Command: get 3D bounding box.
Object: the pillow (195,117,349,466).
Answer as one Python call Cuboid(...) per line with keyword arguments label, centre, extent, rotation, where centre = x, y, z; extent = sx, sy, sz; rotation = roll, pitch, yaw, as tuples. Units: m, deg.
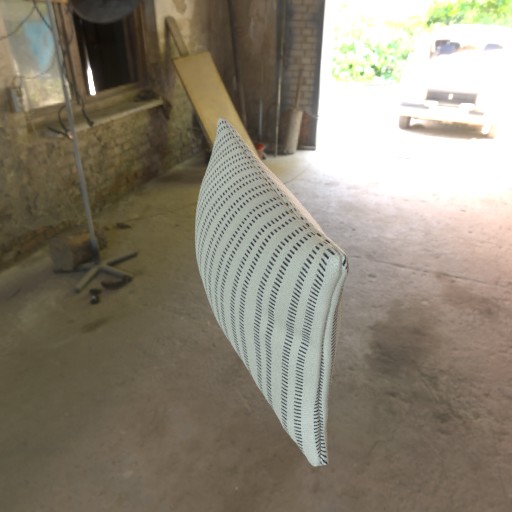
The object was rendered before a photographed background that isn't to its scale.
Cuboid(label="pillow", centre=(0.000, 0.000, 0.807), extent=(0.210, 0.353, 0.640), rotation=(-8, 32, -13))
